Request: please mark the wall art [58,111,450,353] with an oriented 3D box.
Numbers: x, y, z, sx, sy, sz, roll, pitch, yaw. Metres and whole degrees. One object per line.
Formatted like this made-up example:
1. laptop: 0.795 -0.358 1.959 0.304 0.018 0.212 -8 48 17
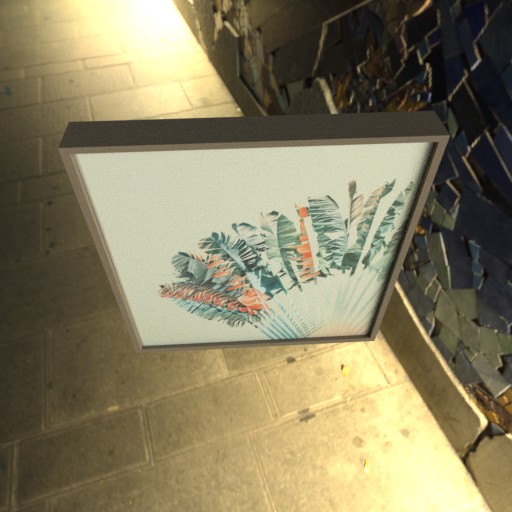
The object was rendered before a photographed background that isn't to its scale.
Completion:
1. wall art: 0.000 0.000 0.468 0.304 0.303 0.038 -2 47 -2
